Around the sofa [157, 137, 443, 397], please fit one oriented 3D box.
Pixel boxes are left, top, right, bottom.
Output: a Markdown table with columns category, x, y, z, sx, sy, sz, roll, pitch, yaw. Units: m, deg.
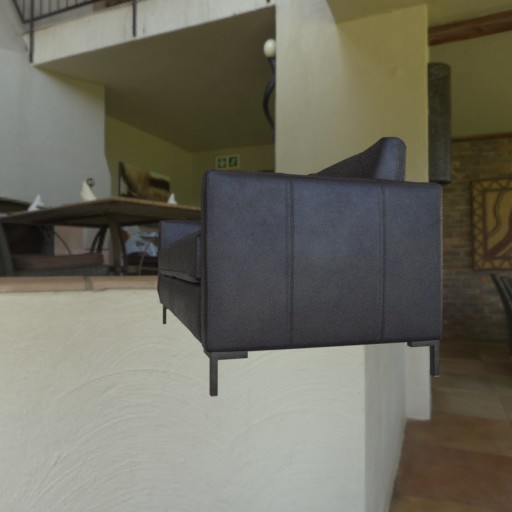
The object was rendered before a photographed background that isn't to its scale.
| category | x | y | z | sx | sy | sz | roll | pitch | yaw |
| --- | --- | --- | --- | --- | --- | --- | --- | --- | --- |
| sofa | 0.000 | 0.000 | 2.281 | 0.947 | 0.883 | 1.805 | 0 | -1 | -19 |
